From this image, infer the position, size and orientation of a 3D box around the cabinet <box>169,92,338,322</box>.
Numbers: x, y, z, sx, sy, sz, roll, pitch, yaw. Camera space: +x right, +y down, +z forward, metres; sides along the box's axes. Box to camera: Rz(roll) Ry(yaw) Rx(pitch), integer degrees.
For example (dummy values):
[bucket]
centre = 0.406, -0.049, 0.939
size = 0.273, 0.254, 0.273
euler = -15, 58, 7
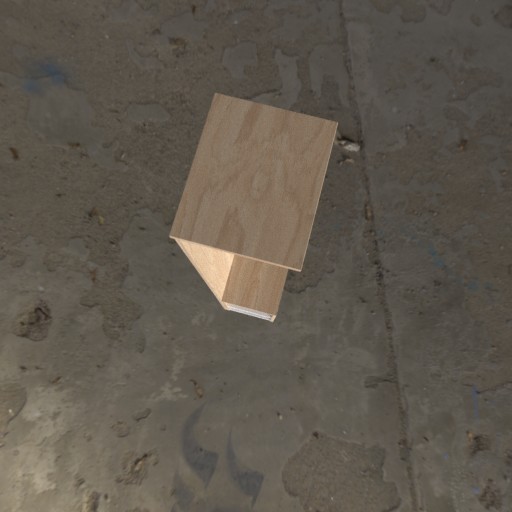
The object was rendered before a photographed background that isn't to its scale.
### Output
[cabinet]
centre = 0.000, 0.000, 2.050
size = 0.338, 1.879, 0.411
euler = 15, 78, 3
